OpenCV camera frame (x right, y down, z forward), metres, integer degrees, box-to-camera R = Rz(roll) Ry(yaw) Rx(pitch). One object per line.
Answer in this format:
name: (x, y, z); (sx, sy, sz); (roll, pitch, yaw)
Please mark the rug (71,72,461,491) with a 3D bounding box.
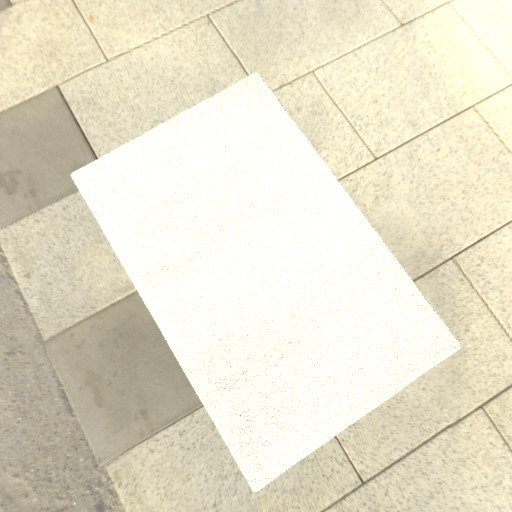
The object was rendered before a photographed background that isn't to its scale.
rug: (0.000, 0.000, 3.371); (1.778, 0.030, 2.743); (-32, 77, -8)
